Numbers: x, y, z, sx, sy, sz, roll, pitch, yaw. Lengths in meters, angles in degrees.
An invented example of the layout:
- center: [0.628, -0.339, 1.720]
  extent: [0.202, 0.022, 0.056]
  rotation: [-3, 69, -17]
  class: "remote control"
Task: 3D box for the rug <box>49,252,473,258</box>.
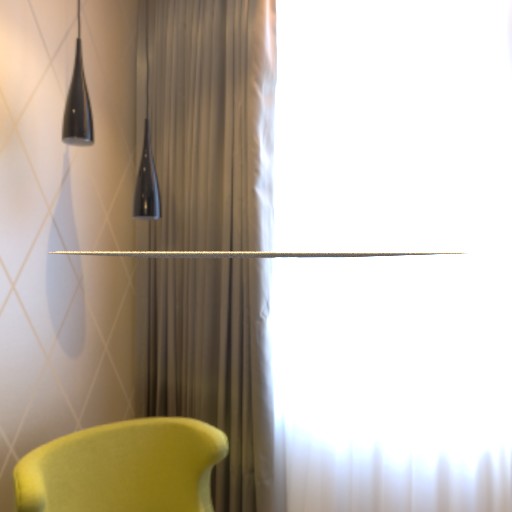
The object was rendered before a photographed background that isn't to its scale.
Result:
- center: [0.000, 0.000, 1.972]
  extent: [1.146, 0.006, 1.556]
  rotation: [0, -1, -1]
  class: "rug"
